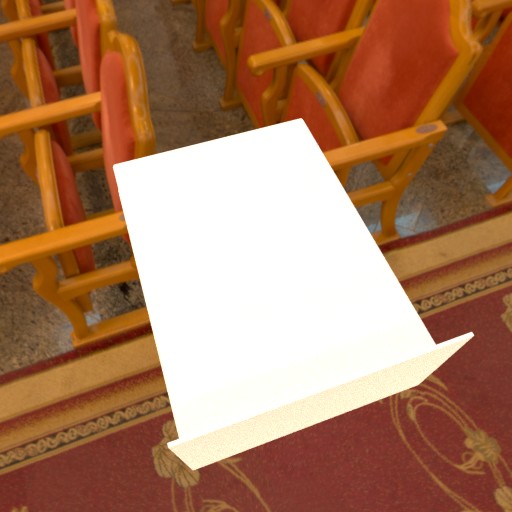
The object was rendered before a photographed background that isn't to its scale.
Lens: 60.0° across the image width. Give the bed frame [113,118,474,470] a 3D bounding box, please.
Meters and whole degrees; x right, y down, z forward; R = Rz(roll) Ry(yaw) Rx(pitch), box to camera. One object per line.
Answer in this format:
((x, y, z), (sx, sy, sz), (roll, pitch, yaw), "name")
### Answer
((0.000, 0.000, 2.671), (1.400, 0.800, 1.900), (-17, 60, -10), "bed frame")
